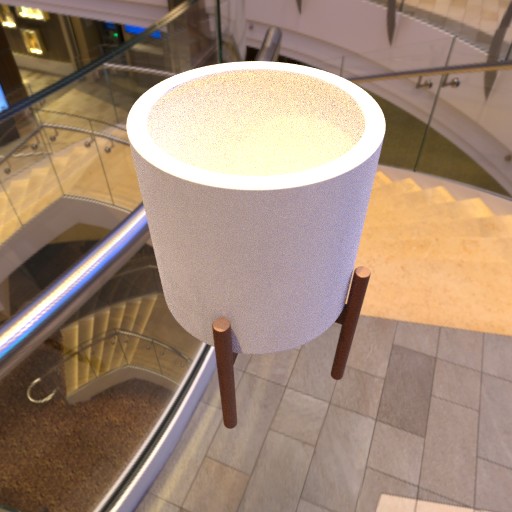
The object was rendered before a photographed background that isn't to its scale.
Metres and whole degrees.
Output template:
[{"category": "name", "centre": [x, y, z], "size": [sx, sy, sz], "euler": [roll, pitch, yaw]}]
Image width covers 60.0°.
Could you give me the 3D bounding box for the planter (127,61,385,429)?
[{"category": "planter", "centre": [0.000, 0.000, 0.965], "size": [0.417, 0.670, 0.417], "euler": [-18, 48, -17]}]
